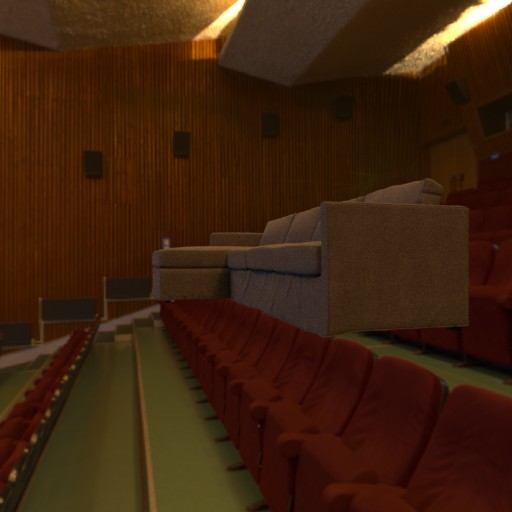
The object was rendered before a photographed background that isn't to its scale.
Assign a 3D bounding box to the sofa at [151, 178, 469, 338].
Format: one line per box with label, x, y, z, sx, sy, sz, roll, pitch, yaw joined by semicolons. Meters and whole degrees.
sofa;0.000;0.000;3.864;1.650;0.922;3.205;0;0;-17
